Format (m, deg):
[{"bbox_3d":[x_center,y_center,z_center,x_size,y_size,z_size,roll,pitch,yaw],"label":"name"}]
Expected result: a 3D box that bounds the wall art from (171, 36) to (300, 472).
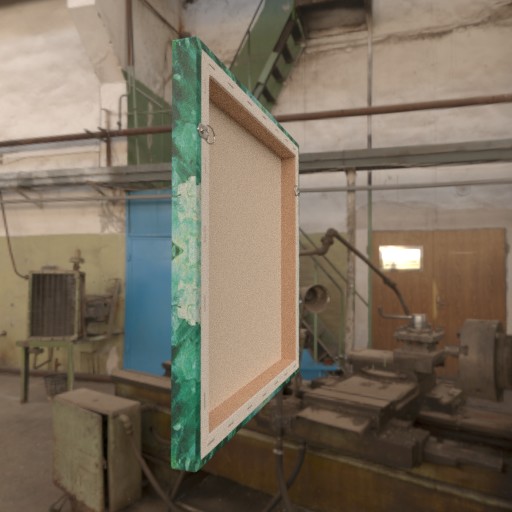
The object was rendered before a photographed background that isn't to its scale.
[{"bbox_3d":[0.000,0.000,0.755,0.038,0.508,0.507,0,-1,19],"label":"wall art"}]
